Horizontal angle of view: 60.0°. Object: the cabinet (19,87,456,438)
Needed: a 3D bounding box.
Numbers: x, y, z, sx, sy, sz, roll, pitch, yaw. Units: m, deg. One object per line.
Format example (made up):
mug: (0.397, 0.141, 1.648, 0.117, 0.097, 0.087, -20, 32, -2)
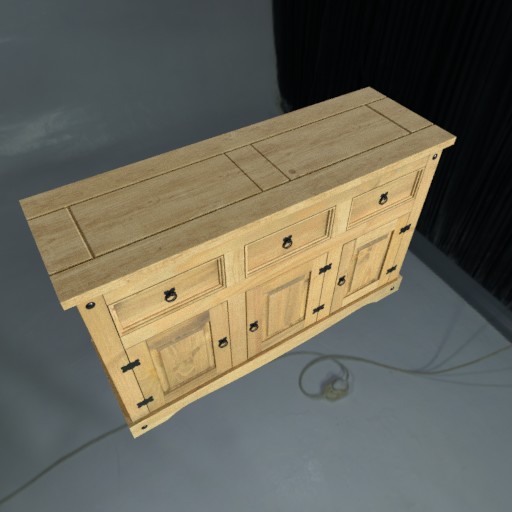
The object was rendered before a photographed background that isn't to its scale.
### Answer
cabinet: (0.000, 0.000, 1.670, 1.321, 0.810, 0.432, -24, 51, -21)
